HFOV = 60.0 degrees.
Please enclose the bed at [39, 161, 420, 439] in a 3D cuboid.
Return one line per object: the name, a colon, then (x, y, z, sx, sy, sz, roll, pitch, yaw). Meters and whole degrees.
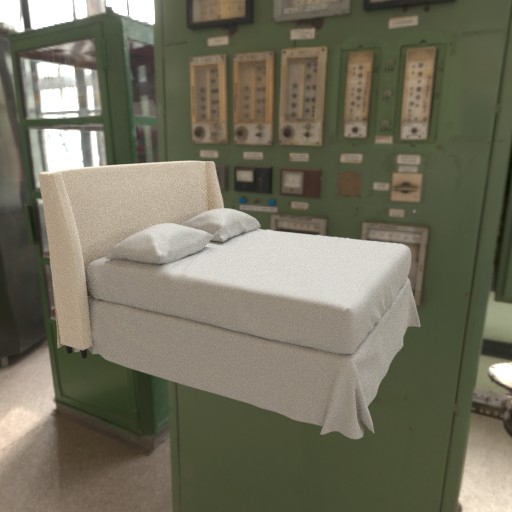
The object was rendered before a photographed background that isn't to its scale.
bed: (0.000, 0.000, 3.372, 2.276, 1.332, 1.925, 8, 16, 27)
